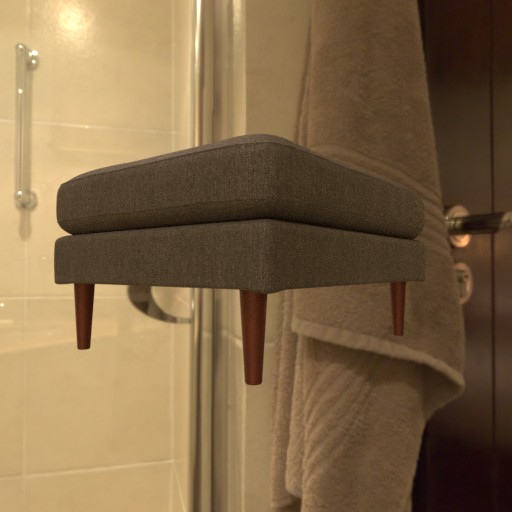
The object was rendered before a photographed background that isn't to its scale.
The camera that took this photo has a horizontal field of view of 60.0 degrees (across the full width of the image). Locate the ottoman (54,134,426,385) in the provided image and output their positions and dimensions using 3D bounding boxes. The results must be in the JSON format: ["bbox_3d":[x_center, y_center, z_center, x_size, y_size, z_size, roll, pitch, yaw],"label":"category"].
[{"bbox_3d":[0.000,0.000,1.240,0.693,0.474,0.821,-1,-2,38],"label":"ottoman"}]
